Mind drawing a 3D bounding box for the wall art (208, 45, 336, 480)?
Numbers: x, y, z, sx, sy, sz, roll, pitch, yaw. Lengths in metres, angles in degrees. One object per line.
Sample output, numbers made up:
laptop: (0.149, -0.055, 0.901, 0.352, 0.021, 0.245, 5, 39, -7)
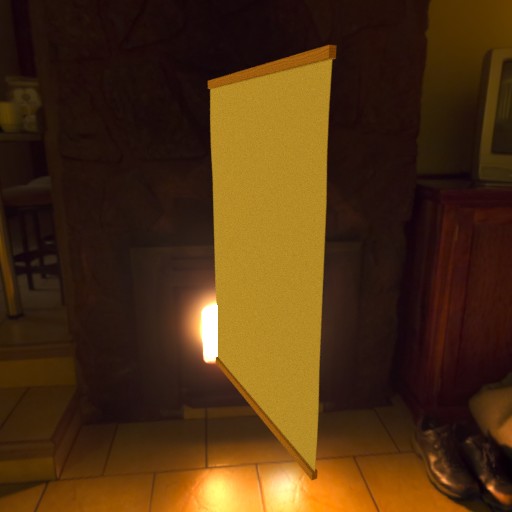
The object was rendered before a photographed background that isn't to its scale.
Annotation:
wall art: (0.000, 0.000, 1.929, 0.025, 1.521, 1.011, -7, 17, -25)
